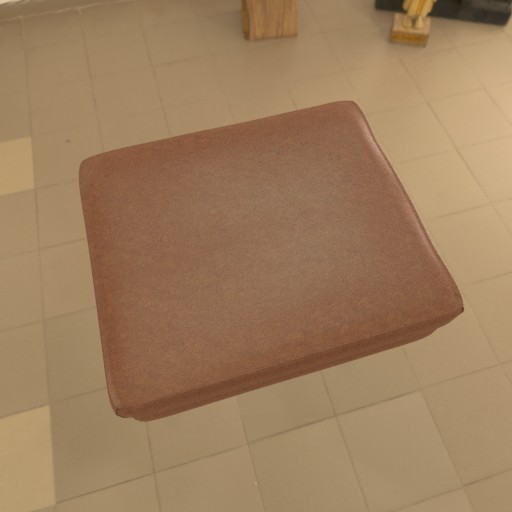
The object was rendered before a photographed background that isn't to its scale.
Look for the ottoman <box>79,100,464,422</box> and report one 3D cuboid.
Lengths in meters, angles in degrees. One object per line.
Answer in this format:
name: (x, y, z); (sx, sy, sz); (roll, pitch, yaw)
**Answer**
ottoman: (0.000, 0.000, 1.477); (0.987, 0.472, 0.836); (-15, 64, -7)
